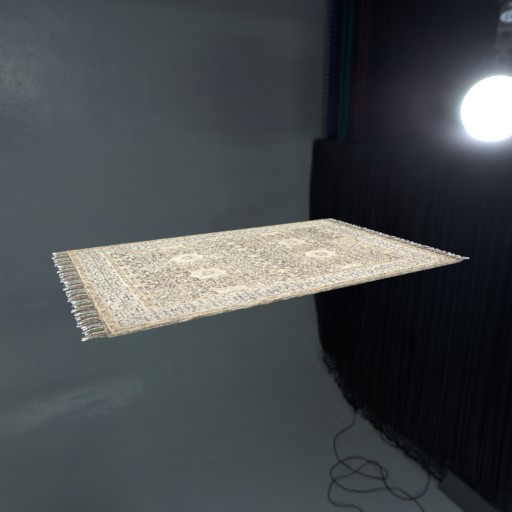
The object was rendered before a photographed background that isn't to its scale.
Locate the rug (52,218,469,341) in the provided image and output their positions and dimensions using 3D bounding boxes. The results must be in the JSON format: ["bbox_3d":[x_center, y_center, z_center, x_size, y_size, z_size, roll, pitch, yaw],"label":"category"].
[{"bbox_3d":[0.000,0.000,2.497,2.029,0.010,1.237,-9,19,-27],"label":"rug"}]
